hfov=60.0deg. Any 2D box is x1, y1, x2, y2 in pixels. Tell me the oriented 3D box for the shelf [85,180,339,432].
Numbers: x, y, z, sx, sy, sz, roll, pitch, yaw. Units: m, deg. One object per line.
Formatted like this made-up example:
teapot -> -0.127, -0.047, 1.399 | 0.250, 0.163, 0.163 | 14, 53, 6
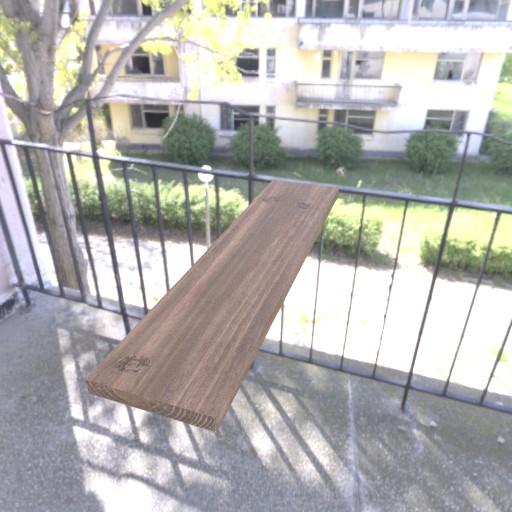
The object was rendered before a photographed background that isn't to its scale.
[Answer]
shelf -> 0.000, 0.000, 0.669 | 0.140, 0.020, 0.610 | 10, 31, 17
